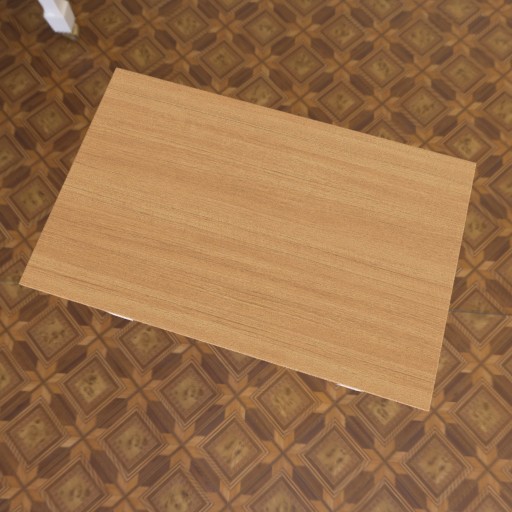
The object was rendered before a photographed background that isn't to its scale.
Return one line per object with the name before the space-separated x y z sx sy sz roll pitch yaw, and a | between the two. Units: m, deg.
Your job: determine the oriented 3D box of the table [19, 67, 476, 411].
table | 0.000 0.000 1.570 1.100 0.734 0.700 16 75 4
